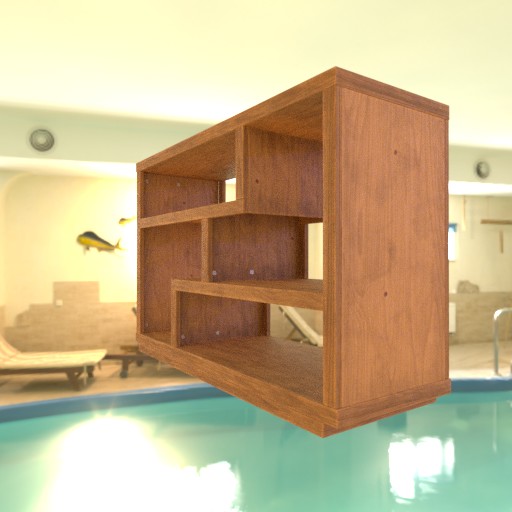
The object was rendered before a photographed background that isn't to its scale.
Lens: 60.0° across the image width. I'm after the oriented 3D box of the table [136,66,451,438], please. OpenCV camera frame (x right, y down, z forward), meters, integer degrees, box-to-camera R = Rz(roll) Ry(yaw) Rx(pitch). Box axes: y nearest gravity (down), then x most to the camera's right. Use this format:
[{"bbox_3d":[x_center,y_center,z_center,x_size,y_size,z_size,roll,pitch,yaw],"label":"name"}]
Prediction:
[{"bbox_3d":[0.000,0.000,1.487,0.410,0.771,1.151,0,0,-35],"label":"table"}]
